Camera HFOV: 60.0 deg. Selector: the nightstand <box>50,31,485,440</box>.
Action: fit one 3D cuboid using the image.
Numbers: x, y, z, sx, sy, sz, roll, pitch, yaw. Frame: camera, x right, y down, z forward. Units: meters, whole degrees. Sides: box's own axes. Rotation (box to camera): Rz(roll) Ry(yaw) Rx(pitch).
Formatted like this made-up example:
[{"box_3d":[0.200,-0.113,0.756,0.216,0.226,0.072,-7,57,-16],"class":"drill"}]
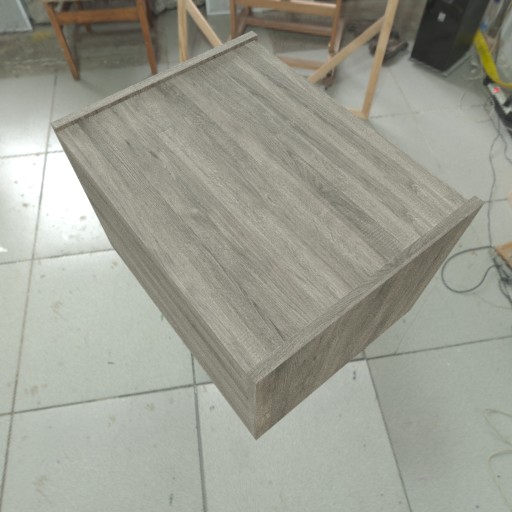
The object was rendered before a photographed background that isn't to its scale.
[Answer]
[{"box_3d":[0.000,0.000,0.816,0.380,0.500,0.480,-34,64,-19],"class":"nightstand"}]
